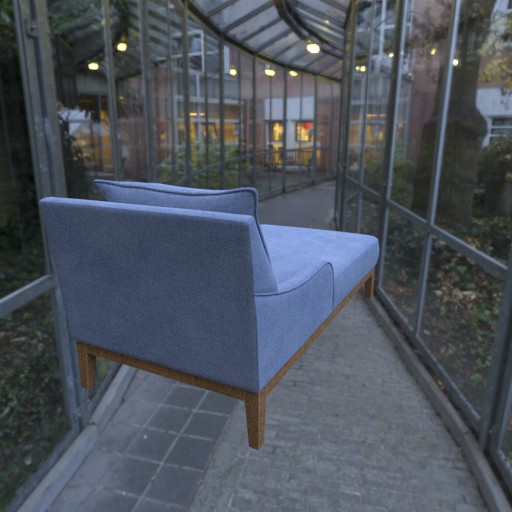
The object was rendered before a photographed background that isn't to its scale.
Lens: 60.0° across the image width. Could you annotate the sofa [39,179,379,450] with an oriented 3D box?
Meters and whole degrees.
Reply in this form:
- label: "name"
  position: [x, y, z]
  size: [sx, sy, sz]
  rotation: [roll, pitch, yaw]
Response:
- label: "sofa"
  position: [0.000, 0.000, 2.282]
  size: [0.904, 0.883, 1.779]
  rotation: [8, 17, 26]
